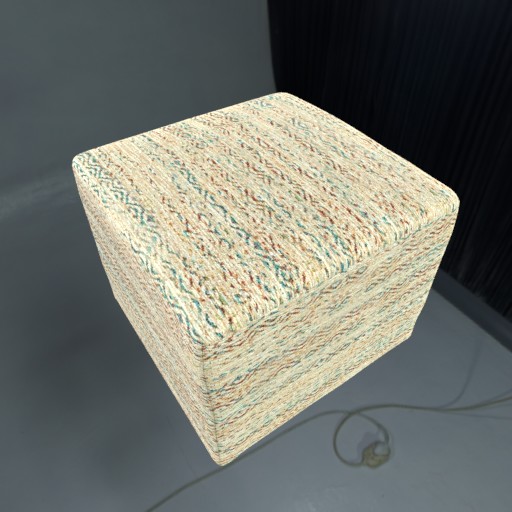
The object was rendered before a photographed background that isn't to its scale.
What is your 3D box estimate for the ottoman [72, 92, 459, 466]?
[{"bbox_3d":[0.000,0.000,0.913,0.521,0.453,0.512,-26,50,-24],"label":"ottoman"}]
